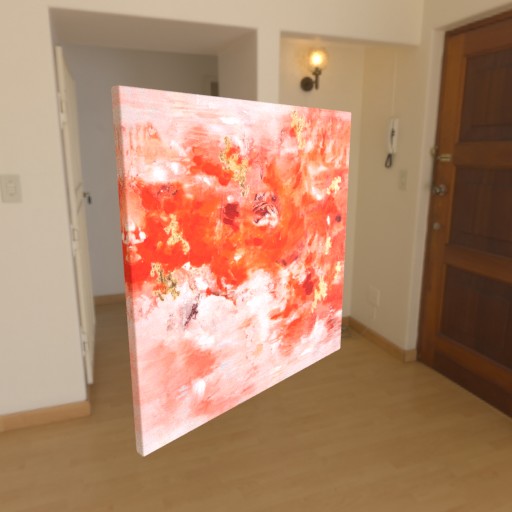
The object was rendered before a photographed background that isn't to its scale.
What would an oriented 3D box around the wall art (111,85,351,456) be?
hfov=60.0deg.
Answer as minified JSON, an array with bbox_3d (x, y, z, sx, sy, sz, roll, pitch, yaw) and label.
[{"bbox_3d":[0.000,0.000,1.338,0.066,0.878,0.878,12,18,43],"label":"wall art"}]
